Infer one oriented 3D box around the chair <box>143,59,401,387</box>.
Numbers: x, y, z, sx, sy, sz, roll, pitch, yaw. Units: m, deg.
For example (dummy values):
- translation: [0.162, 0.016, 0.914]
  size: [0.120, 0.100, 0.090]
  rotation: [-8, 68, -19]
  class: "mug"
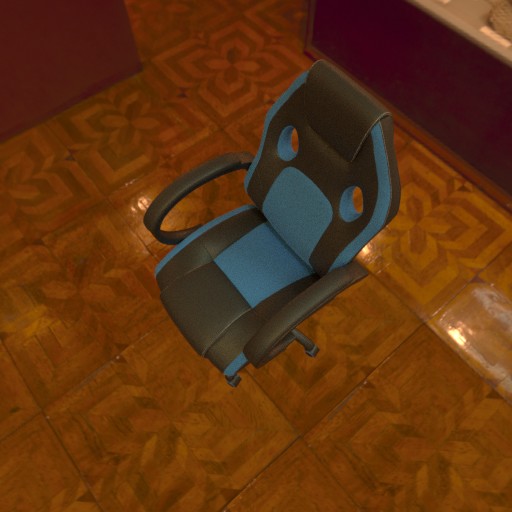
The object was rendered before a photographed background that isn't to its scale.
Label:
- translation: [0.000, 0.000, 1.597]
  size: [0.724, 1.187, 0.673]
  rotation: [-34, 68, -16]
  class: "chair"
